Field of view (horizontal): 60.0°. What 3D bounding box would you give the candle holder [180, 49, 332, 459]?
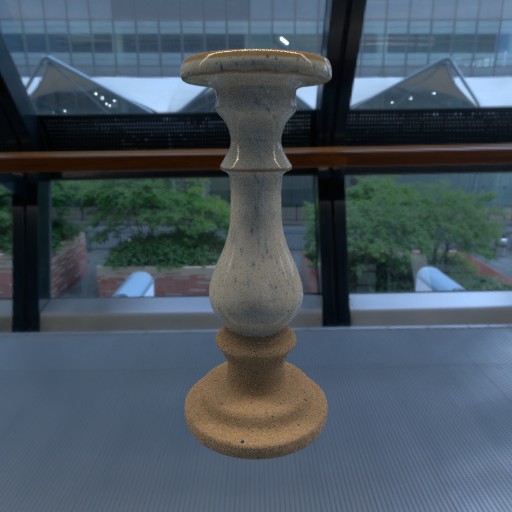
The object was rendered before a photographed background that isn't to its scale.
[{"bbox_3d":[0.000,0.000,0.250,0.088,0.203,0.088,0,15,0],"label":"candle holder"}]
